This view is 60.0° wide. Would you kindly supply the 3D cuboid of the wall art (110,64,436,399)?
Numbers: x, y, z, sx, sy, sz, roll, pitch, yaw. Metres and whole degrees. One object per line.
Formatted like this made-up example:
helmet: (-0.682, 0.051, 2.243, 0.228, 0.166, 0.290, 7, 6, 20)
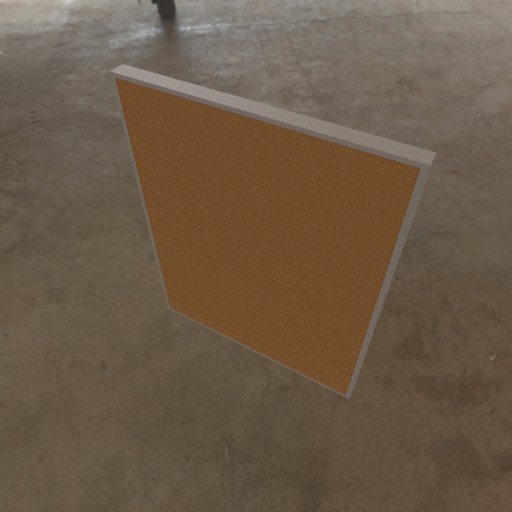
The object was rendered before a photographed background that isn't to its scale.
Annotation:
wall art: (0.000, 0.000, 1.041, 0.611, 0.763, 0.055, 23, 51, 20)
